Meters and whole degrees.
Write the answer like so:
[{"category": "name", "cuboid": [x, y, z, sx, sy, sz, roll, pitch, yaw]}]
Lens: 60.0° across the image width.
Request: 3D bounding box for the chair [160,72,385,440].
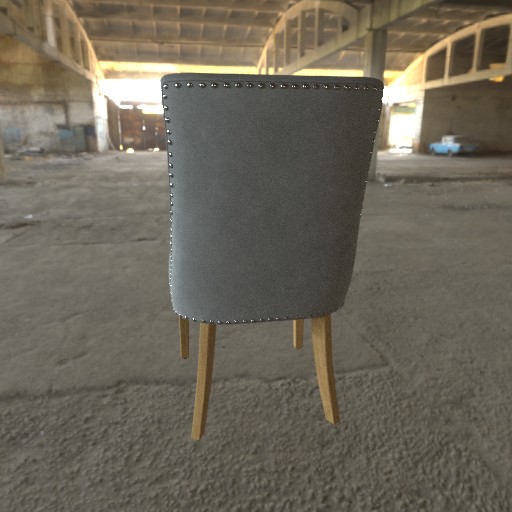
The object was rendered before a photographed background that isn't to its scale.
[{"category": "chair", "cuboid": [0.000, 0.000, 1.259, 0.495, 0.902, 0.610, -3, 16, -10]}]
